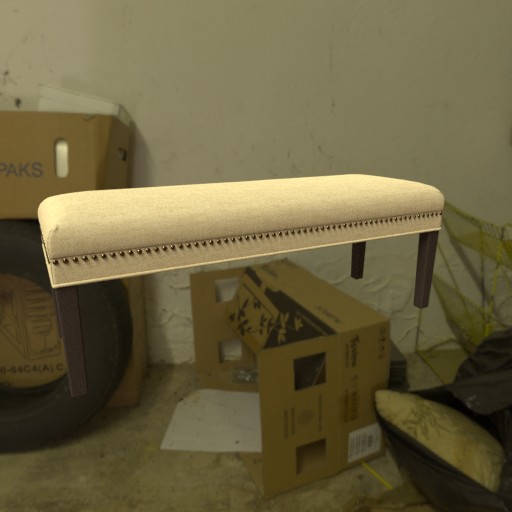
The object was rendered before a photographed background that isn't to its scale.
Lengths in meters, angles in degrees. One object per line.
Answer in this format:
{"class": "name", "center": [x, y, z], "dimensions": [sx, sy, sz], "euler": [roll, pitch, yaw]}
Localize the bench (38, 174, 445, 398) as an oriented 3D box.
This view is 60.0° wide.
{"class": "bench", "center": [0.000, 0.000, 1.430], "dimensions": [1.219, 0.457, 0.410], "euler": [-8, 19, -26]}
